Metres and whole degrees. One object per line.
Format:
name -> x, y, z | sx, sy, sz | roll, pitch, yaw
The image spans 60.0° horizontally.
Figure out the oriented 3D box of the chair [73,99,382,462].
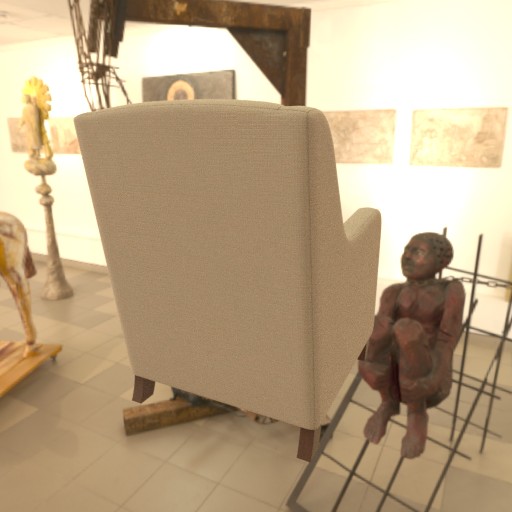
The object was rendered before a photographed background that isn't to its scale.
chair -> 0.000, 0.000, 1.589 | 0.715, 1.017, 0.896 | 8, 18, 26
